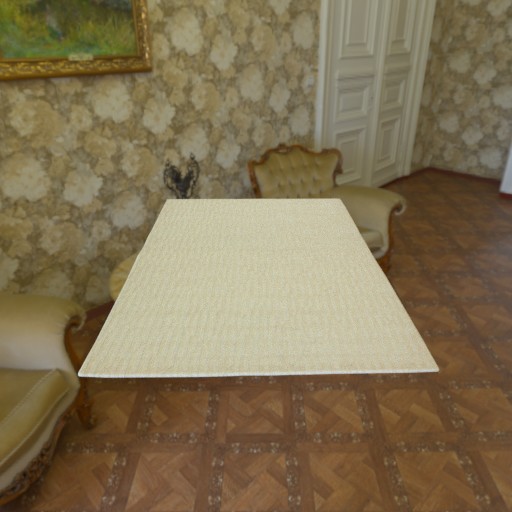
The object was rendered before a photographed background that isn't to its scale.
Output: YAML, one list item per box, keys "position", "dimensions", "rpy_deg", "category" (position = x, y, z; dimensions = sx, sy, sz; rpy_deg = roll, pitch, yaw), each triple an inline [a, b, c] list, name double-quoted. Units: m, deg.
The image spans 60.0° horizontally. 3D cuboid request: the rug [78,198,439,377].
- position: [0.000, 0.000, 2.326]
  dimensions: [1.238, 0.014, 1.848]
  rpy_deg: [0, 26, -1]
  category: "rug"
